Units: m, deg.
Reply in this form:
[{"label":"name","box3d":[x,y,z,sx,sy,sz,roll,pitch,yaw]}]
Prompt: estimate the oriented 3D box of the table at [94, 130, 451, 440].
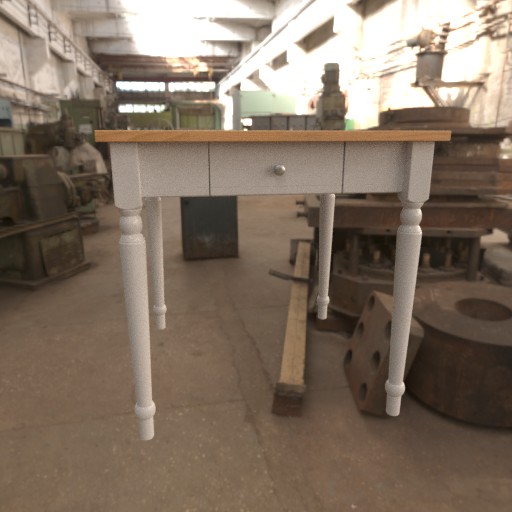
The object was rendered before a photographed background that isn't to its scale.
[{"label":"table","box3d":[0.000,0.000,1.364,0.747,0.738,0.747,-2,16,-8]}]
